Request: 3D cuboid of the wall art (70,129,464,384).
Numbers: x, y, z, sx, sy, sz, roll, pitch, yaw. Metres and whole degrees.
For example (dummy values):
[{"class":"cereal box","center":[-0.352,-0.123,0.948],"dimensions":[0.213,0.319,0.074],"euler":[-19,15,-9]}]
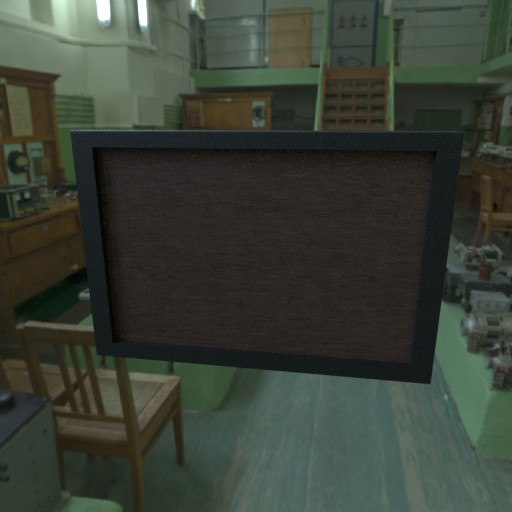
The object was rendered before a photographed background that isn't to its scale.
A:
[{"class":"wall art","center":[0.000,0.000,0.838],"dimensions":[0.671,0.456,0.051],"euler":[3,17,9]}]
